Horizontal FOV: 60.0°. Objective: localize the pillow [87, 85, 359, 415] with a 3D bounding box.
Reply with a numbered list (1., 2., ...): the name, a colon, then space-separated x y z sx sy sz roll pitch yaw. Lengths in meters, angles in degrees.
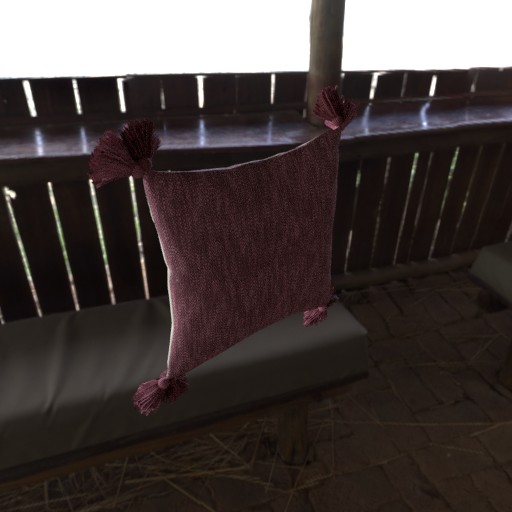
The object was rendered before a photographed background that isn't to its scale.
1. pillow: 0.000 0.000 0.972 0.641 0.659 0.138 -21 37 -31
